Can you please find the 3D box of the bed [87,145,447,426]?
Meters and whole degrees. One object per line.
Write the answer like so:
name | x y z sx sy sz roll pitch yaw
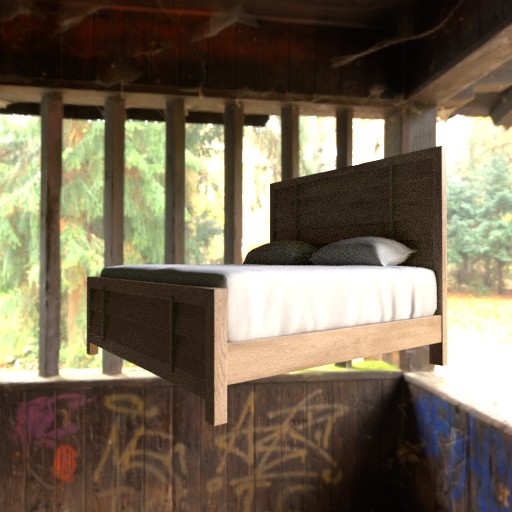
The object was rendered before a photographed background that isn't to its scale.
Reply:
bed | 0.000 0.000 3.499 2.032 1.626 2.032 0 -1 -37
